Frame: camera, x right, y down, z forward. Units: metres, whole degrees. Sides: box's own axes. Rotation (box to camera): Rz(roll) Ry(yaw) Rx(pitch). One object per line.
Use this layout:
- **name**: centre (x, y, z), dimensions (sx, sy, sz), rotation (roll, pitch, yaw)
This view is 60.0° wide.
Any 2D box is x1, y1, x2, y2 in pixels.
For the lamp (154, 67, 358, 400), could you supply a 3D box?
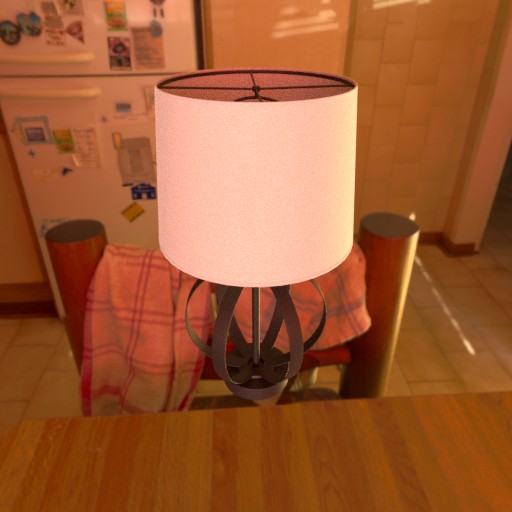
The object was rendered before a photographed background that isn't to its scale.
- **lamp**: centre (0.000, 0.000, 0.688), dimensions (0.286, 0.510, 0.286), rotation (0, 31, 0)
